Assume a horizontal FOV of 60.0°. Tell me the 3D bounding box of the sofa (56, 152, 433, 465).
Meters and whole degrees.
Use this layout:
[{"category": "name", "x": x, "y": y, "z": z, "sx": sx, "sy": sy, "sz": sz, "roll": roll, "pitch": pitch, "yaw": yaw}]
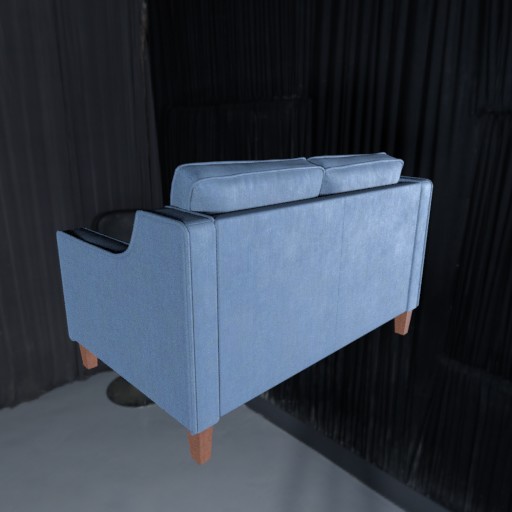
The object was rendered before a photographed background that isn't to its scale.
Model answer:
[{"category": "sofa", "x": 0.000, "y": 0.000, "z": 2.127, "sx": 1.501, "sy": 0.971, "sz": 0.987, "roll": -15, "pitch": 22, "yaw": -42}]
